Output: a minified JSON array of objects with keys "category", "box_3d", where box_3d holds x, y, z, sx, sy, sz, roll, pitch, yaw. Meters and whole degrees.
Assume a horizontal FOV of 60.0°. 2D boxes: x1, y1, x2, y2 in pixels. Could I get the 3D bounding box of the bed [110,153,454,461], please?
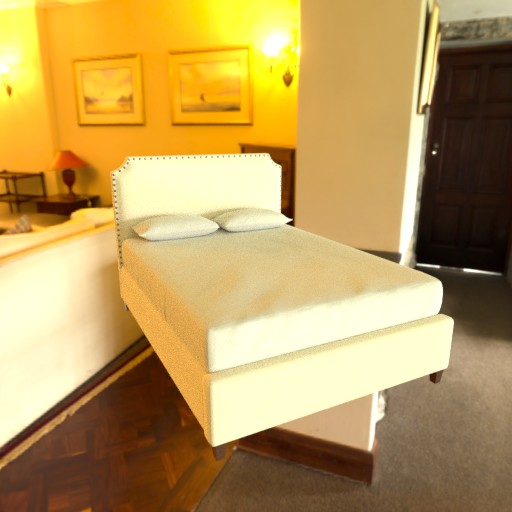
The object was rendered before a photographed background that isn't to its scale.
[{"category":"bed","box_3d":[0.000,0.000,3.412,1.703,1.415,2.329,-8,18,-26]}]
